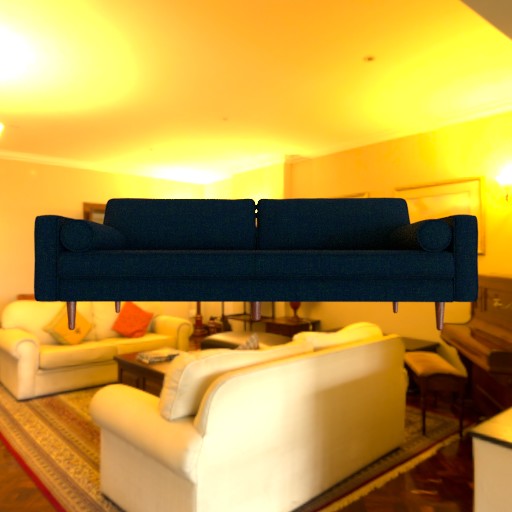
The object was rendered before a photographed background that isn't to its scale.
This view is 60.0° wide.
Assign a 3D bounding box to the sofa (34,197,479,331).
[{"bbox_3d":[0.000,0.000,2.620,2.210,0.762,0.914,0,-1,0],"label":"sofa"}]
